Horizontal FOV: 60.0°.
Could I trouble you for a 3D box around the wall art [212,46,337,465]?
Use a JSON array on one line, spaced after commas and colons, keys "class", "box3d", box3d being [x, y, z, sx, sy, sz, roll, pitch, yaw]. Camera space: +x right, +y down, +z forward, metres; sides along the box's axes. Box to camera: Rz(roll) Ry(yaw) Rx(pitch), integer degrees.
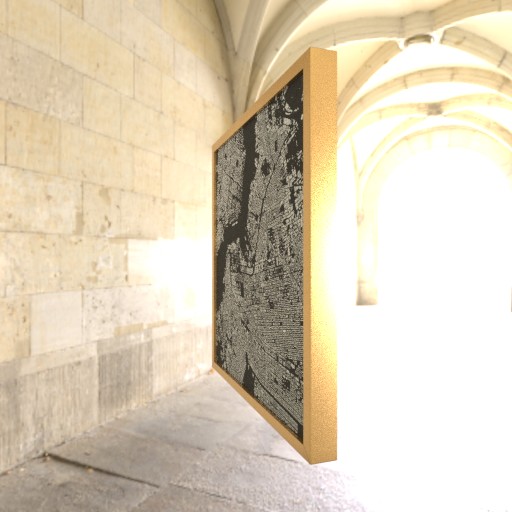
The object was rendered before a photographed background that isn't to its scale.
[{"class": "wall art", "box3d": [0.000, 0.000, 0.471, 0.023, 0.305, 0.305, 0, 0, -19]}]
